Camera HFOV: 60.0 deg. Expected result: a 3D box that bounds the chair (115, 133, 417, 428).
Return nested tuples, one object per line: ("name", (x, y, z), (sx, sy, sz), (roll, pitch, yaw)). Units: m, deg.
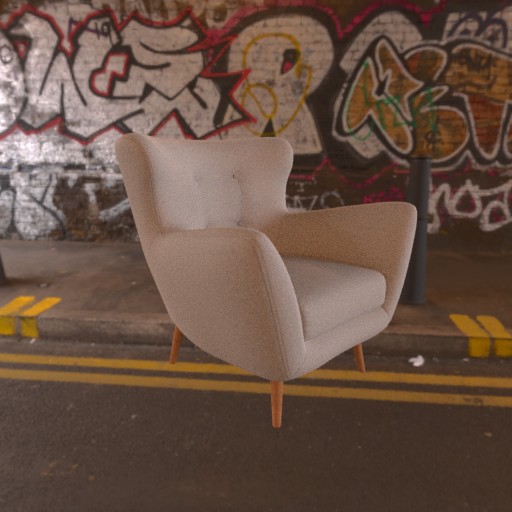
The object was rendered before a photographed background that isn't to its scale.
("chair", (0.000, 0.000, 1.671), (0.889, 0.889, 0.890), (13, 19, 43))
